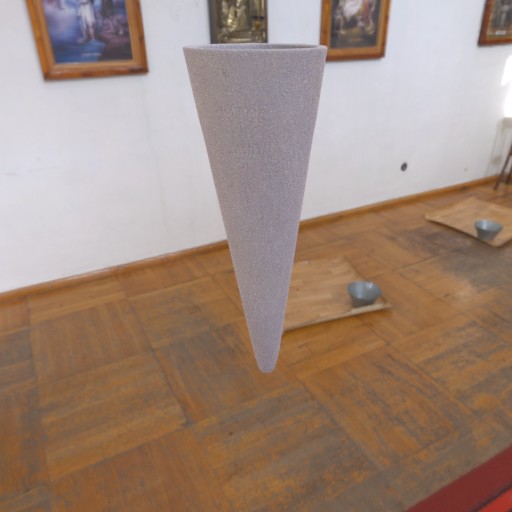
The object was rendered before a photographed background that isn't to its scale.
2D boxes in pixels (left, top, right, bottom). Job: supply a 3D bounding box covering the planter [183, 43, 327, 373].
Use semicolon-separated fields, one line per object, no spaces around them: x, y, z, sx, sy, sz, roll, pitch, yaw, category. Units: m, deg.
0.000;0.000;0.302;0.078;0.259;0.087;8;28;15;planter
